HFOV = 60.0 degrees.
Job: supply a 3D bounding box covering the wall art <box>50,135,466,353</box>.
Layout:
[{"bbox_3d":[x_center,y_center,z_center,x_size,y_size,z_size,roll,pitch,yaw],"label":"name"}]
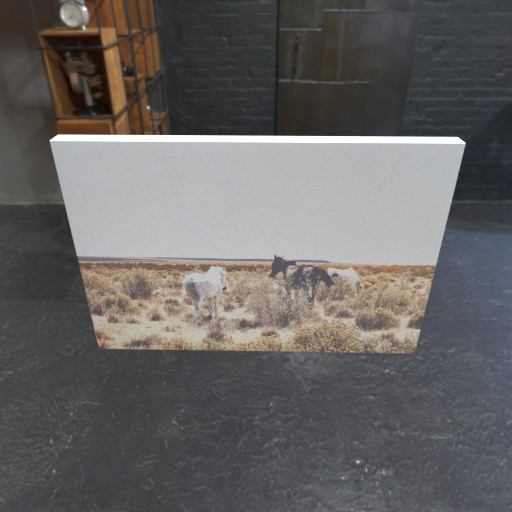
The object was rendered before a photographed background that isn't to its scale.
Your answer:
[{"bbox_3d":[0.000,0.000,1.148,0.914,0.610,0.050,1,31,1],"label":"wall art"}]
